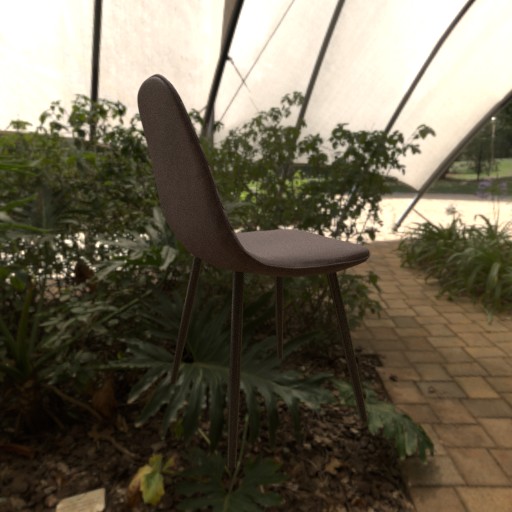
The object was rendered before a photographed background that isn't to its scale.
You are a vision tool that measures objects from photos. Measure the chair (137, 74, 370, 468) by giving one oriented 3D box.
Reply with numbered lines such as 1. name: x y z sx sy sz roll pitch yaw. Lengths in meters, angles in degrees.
1. chair: 0.000 0.000 1.225 0.561 0.889 0.472 -6 14 -27
